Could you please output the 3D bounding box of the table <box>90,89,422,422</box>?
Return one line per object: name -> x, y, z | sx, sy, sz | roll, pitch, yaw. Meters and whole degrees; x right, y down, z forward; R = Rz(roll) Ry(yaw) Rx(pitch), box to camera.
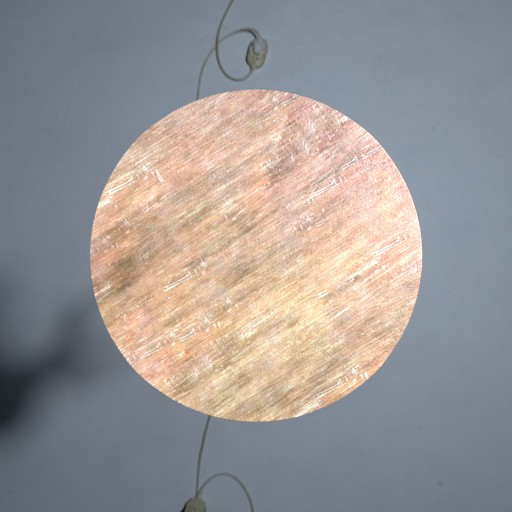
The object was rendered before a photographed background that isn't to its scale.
table -> 0.000, 0.000, 1.522 | 0.974, 0.450, 0.974 | 0, 89, 1
